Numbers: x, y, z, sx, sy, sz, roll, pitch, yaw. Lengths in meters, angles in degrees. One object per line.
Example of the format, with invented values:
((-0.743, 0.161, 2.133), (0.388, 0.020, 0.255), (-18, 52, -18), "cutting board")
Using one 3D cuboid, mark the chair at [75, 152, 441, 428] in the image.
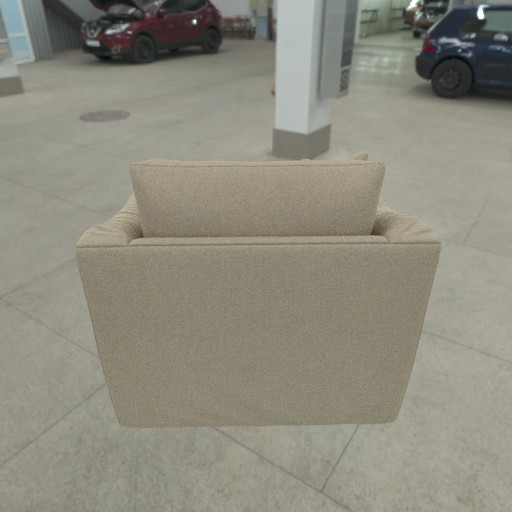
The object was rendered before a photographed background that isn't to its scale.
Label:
((0.000, 0.000, 2.010), (1.194, 1.093, 1.071), (-1, 31, -1), "chair")
